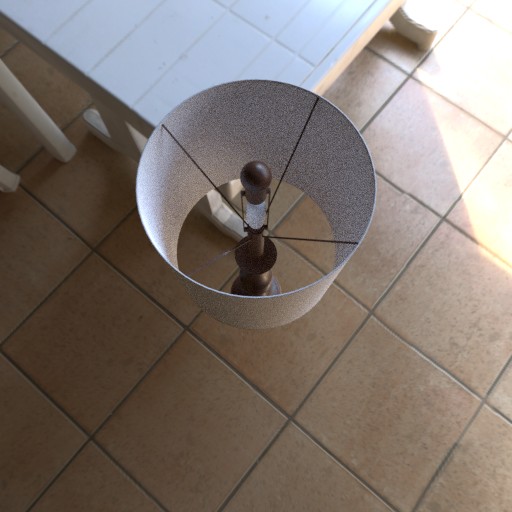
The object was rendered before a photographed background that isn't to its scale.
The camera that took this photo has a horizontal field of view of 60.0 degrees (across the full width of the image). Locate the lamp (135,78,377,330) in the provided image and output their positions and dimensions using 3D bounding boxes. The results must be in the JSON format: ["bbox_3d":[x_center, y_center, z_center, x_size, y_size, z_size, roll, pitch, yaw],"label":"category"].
[{"bbox_3d":[0.000,0.000,0.725,0.250,0.597,0.250,33,76,9],"label":"lamp"}]
